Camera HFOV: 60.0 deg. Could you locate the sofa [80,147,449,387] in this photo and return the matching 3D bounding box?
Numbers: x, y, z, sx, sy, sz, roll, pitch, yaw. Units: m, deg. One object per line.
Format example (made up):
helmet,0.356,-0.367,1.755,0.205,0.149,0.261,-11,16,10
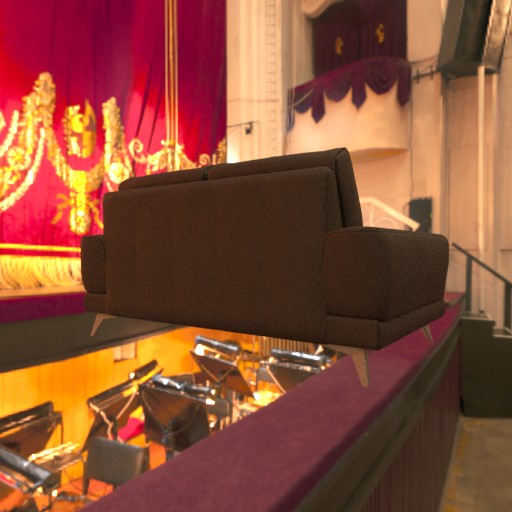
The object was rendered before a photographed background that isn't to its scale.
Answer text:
sofa,0.000,0.000,2.418,1.806,0.907,1.018,1,1,35
